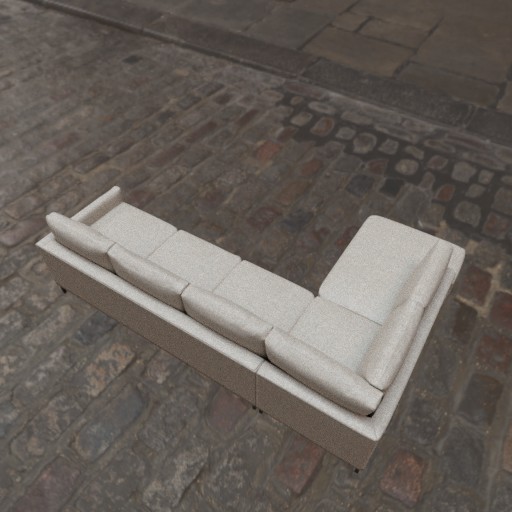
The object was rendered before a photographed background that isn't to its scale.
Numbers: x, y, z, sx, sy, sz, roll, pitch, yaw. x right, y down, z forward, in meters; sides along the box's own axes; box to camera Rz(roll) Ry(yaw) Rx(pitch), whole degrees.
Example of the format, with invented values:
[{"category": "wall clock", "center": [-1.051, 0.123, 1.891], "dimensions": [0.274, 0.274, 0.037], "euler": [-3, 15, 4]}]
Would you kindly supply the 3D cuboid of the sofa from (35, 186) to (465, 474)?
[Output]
[{"category": "sofa", "center": [0.000, 0.000, 3.030], "dimensions": [2.423, 0.703, 1.617], "euler": [25, 52, 21]}]
